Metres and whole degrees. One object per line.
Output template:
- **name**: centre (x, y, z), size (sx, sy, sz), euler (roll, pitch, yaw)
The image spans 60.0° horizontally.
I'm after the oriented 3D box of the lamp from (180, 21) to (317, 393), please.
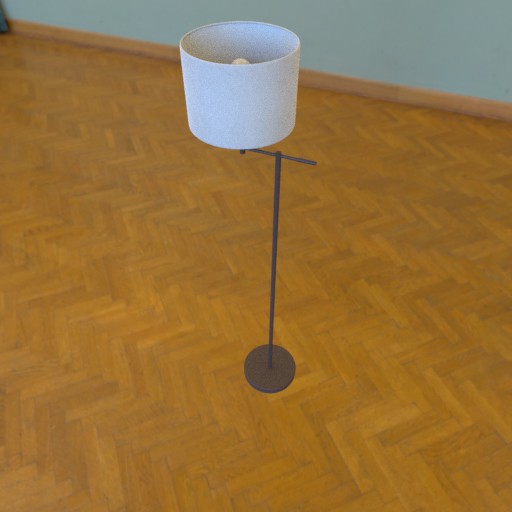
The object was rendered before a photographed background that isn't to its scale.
- **lamp**: centre (0.000, 0.000, 1.744), size (0.416, 1.600, 0.324), euler (16, 47, 15)
